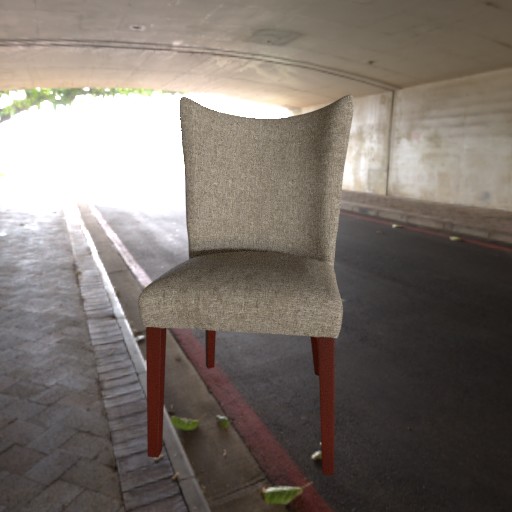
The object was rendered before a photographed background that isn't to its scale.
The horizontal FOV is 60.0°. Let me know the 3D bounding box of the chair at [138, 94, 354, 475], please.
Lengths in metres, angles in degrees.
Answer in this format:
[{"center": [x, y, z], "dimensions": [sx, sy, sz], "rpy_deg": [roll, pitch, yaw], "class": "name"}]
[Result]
[{"center": [0.000, 0.000, 1.286], "dimensions": [0.535, 0.924, 0.623], "rpy_deg": [2, 13, 8], "class": "chair"}]
